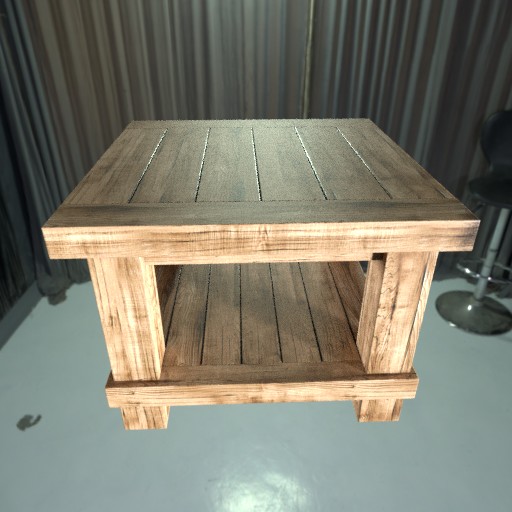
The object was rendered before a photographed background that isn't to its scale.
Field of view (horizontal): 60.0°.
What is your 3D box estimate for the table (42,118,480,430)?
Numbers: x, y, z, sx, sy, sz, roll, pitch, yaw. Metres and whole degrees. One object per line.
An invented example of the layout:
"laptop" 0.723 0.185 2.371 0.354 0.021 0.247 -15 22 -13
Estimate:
"table" 0.000 0.000 0.992 0.610 0.457 0.610 -1 30 -2
